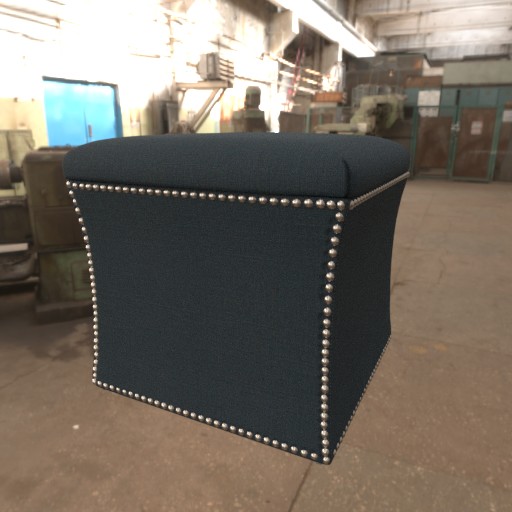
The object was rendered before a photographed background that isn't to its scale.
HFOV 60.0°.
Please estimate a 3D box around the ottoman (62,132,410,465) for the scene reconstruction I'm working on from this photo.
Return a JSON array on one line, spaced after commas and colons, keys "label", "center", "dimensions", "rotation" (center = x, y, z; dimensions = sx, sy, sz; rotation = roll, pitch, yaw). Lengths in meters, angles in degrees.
[{"label": "ottoman", "center": [0.000, 0.000, 0.882], "dimensions": [0.507, 0.475, 0.497], "rotation": [8, 18, 26]}]
